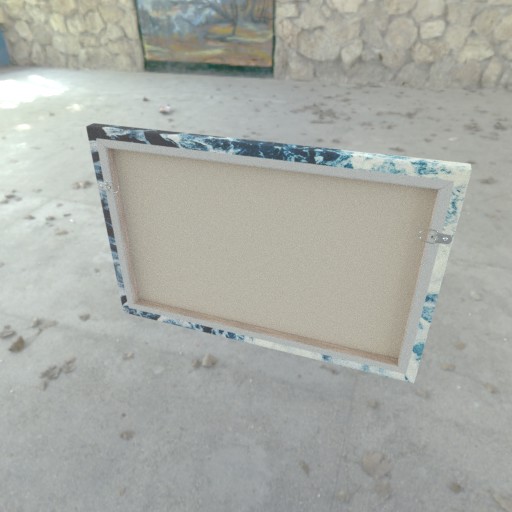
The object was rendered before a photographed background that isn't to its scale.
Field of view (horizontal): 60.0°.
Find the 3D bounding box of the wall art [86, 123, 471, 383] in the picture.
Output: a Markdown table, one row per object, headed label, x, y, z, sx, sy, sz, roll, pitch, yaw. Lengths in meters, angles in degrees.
| label | x | y | z | sx | sy | sz | roll | pitch | yaw |
| --- | --- | --- | --- | --- | --- | --- | --- | --- | --- |
| wall art | 0.000 | 0.000 | 1.959 | 1.524 | 1.017 | 0.055 | 11 | 33 | 16 |
